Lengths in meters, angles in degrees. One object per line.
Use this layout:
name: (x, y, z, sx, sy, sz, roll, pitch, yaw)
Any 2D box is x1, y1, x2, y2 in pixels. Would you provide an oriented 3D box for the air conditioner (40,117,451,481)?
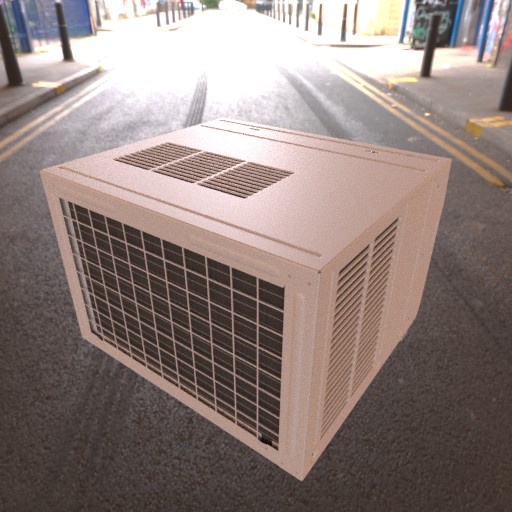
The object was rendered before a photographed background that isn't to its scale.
air conditioner: (0.000, 0.000, 1.043, 0.645, 0.455, 0.599, 20, 36, 31)
